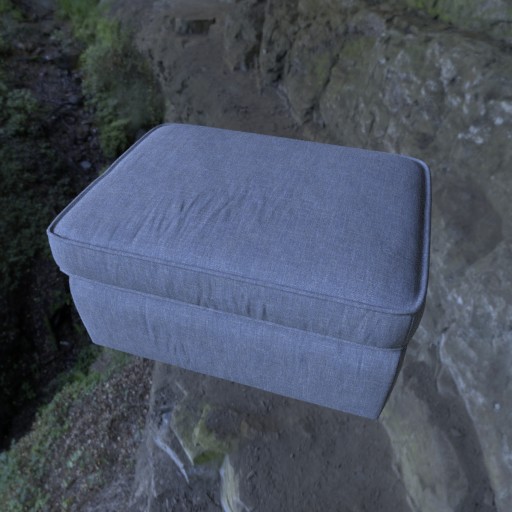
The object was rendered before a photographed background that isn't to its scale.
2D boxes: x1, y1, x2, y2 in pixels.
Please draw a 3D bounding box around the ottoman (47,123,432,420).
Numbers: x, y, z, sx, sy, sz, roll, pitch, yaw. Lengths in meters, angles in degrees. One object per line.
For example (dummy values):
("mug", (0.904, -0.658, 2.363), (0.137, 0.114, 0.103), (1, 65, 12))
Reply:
("ottoman", (0.000, 0.000, 1.116), (0.762, 0.457, 0.559), (12, 43, 13))
